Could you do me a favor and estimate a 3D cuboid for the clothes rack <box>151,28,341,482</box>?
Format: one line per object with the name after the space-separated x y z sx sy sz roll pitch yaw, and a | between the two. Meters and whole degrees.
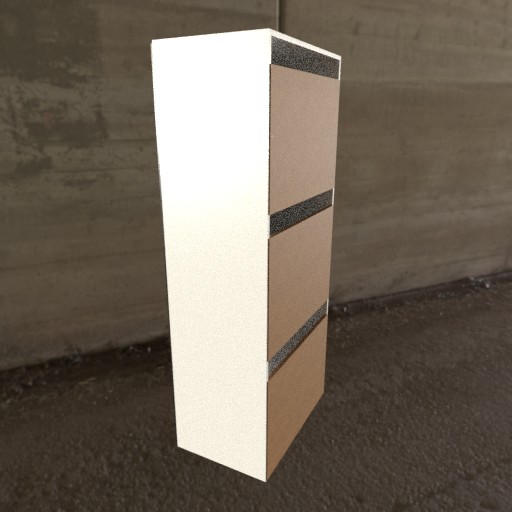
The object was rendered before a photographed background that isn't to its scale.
0.000 0.000 1.392 0.330 1.187 0.500 9 19 26 | clothes rack
